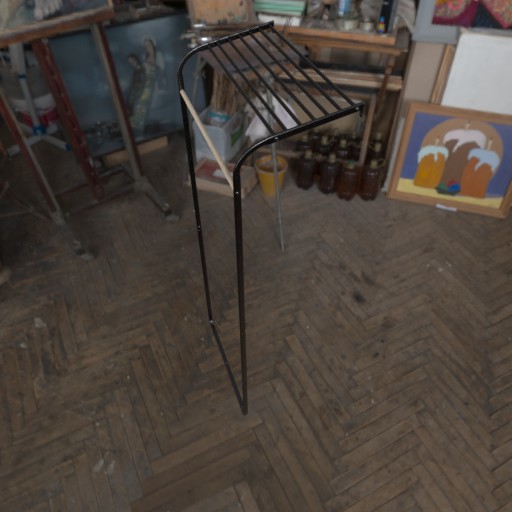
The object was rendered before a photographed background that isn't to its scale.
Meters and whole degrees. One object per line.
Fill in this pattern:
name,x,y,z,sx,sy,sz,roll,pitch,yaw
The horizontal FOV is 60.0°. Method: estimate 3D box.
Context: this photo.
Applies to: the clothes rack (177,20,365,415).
clothes rack,0.000,0.000,1.820,0.349,1.574,0.609,-15,49,-14
